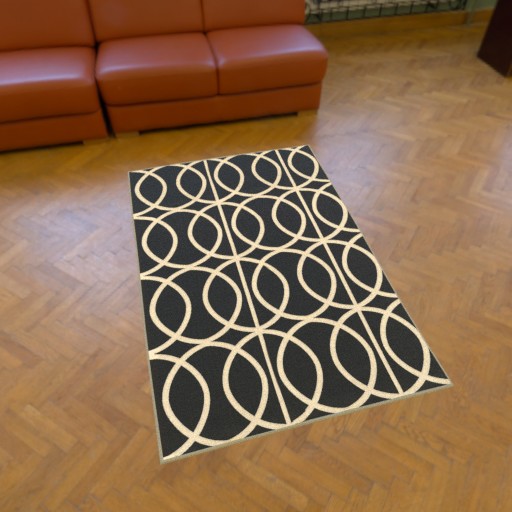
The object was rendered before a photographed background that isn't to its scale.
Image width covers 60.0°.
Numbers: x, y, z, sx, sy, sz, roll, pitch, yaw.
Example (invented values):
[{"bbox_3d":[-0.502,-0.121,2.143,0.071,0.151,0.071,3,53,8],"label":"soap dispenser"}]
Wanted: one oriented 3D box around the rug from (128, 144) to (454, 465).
[{"bbox_3d":[0.000,0.000,2.912,1.528,0.014,2.294,-11,48,-10],"label":"rug"}]
